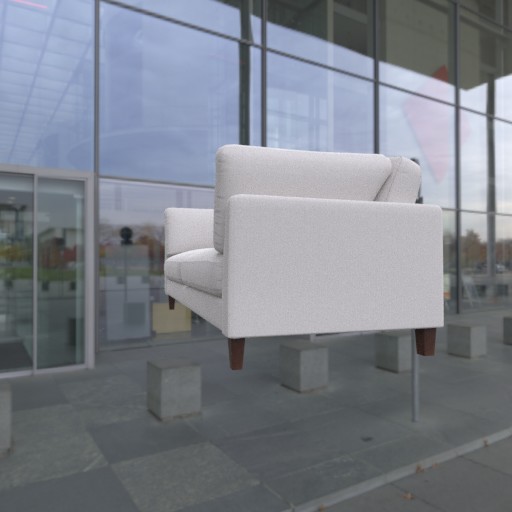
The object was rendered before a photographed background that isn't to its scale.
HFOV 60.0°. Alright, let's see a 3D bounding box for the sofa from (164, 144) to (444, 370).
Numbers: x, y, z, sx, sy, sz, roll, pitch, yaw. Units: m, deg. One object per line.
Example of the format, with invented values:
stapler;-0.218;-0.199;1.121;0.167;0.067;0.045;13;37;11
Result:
sofa;0.000;0.000;2.771;0.957;0.863;2.301;0;-1;-17
